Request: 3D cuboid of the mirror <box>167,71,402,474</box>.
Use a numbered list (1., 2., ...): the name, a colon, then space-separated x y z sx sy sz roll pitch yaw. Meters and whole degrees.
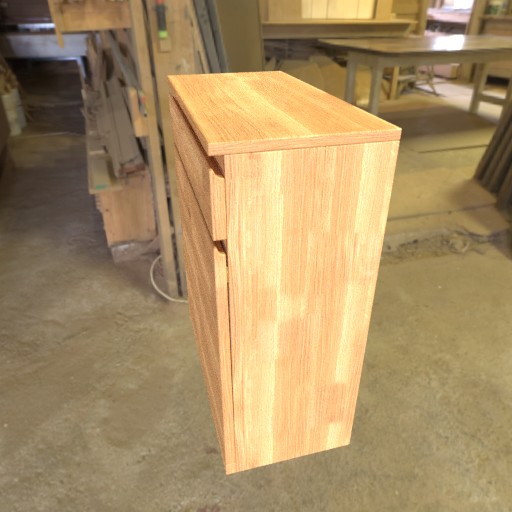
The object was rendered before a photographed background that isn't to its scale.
1. mirror: 0.000 0.000 1.444 0.400 1.000 0.800 -8 32 -13
